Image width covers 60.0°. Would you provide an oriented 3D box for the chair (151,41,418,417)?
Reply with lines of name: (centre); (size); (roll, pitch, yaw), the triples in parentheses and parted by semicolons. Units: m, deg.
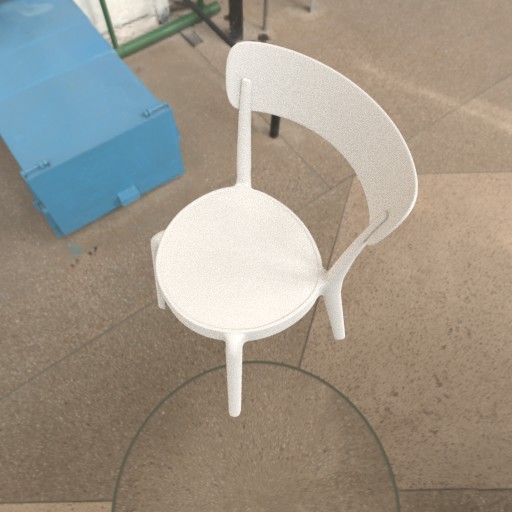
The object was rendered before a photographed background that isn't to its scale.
chair: (0.000, 0.000, 1.106); (0.491, 0.790, 0.506); (-32, 66, -16)
